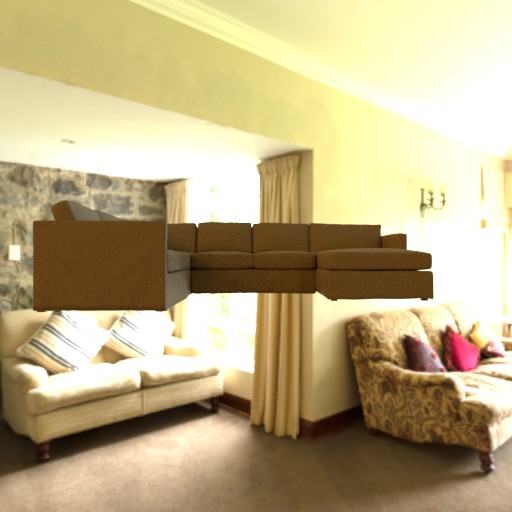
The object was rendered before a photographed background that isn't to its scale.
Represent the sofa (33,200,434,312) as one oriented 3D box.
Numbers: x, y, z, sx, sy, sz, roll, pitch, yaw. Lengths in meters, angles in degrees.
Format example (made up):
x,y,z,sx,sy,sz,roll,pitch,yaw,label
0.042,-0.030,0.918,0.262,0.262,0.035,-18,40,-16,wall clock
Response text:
x,y,z,sx,sy,sz,roll,pitch,yaw,label
0.000,0.000,4.595,3.460,0.882,2.427,0,0,-2,sofa
